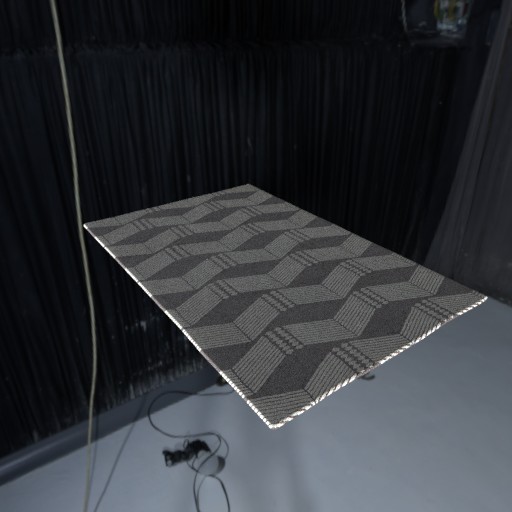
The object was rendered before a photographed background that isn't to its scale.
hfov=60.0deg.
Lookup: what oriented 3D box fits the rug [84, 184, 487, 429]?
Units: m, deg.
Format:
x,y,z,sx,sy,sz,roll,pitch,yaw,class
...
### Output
x,y,z,sx,sy,sz,roll,pitch,yaw,class
0.000,0.000,2.294,1.210,0.016,1.833,-19,34,-31,rug
